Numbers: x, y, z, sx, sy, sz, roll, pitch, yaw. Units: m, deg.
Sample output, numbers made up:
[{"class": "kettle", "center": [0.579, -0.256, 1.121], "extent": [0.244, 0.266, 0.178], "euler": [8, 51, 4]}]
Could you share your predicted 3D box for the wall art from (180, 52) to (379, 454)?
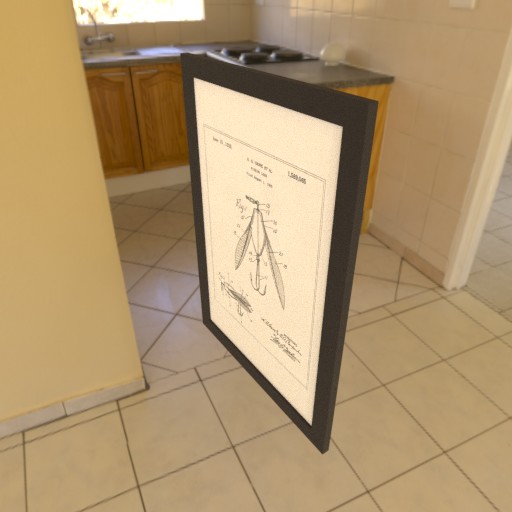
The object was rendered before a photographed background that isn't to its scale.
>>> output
[{"class": "wall art", "center": [0.000, 0.000, 0.684], "extent": [0.013, 0.534, 0.380], "euler": [-21, 38, -29]}]
